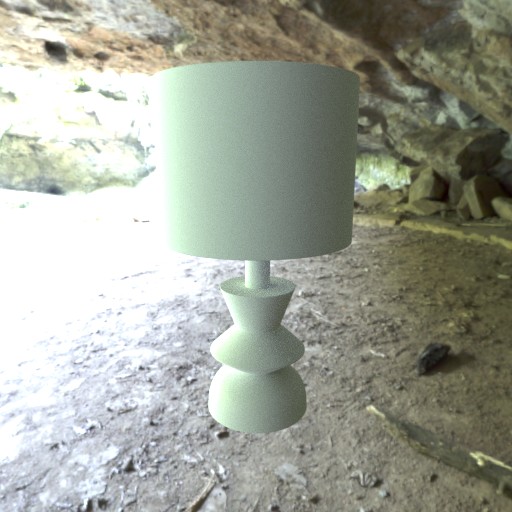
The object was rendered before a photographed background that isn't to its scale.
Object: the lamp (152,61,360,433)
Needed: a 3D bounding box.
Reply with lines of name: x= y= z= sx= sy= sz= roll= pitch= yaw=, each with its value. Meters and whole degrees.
lamp: x=0.000 y=0.000 z=0.717 sx=0.301 sy=0.533 sz=0.301 roll=-3 pitch=14 yaw=-11
